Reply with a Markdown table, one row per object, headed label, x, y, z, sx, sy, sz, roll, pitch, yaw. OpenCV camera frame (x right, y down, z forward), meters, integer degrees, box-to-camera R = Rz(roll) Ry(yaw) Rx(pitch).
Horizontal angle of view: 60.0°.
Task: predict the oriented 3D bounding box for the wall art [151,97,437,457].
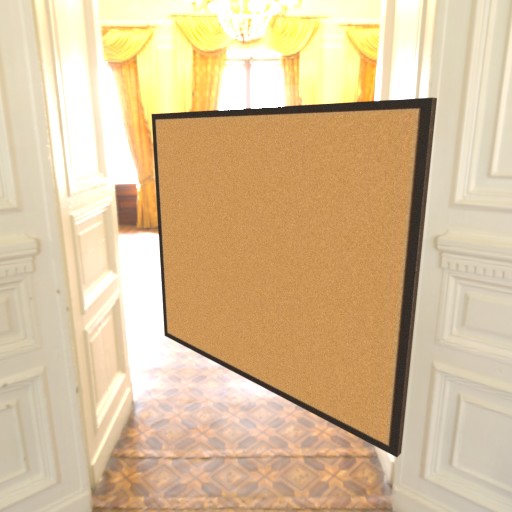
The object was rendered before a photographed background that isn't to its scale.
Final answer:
| label | x | y | z | sx | sy | sz | roll | pitch | yaw |
| --- | --- | --- | --- | --- | --- | --- | --- | --- | --- |
| wall art | 0.000 | 0.000 | 1.380 | 1.033 | 0.875 | 0.023 | 14 | 21 | 42 |
